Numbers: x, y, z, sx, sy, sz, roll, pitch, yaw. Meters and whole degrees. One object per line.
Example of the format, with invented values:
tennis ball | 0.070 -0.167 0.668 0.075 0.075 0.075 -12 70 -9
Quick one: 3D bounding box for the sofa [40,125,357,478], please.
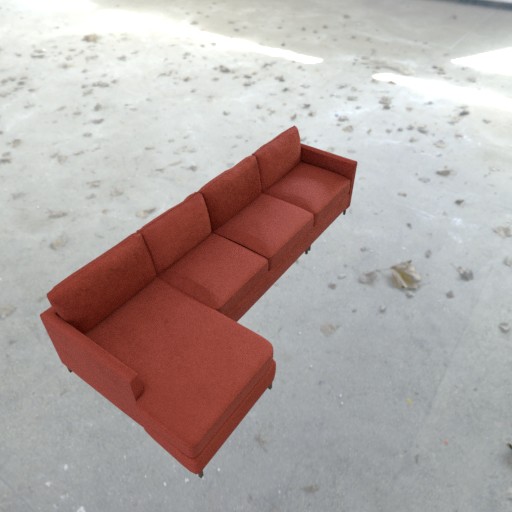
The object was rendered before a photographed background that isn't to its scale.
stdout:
sofa | 0.000 0.000 4.041 1.500 0.967 3.400 26 48 26
